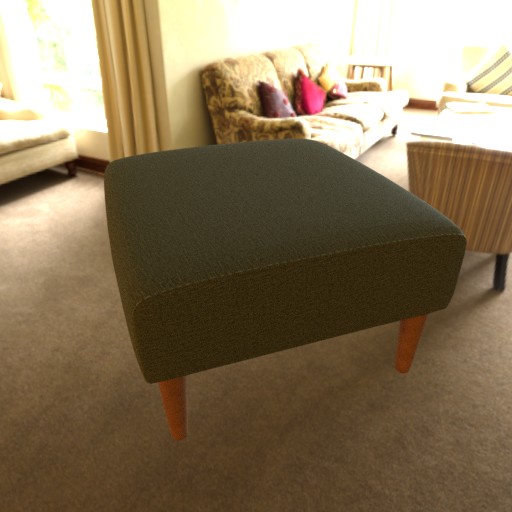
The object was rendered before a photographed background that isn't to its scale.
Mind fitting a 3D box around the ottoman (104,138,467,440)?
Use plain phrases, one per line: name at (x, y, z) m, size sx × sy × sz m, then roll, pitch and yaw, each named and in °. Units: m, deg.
ottoman at (0.000, 0.000, 1.067) m, size 0.649 × 0.398 × 0.650 m, roll -10°, pitch 32°, yaw -17°
